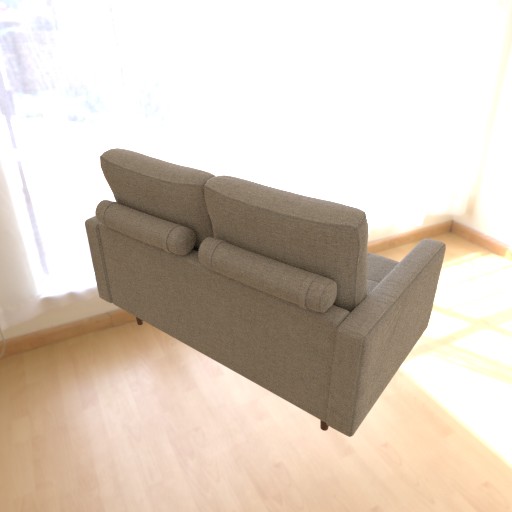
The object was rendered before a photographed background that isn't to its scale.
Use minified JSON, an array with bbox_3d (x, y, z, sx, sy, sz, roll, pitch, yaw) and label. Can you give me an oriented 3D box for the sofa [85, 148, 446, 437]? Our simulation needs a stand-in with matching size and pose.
[{"bbox_3d":[0.000,0.000,1.986,1.407,0.907,0.842,20,34,32],"label":"sofa"}]
